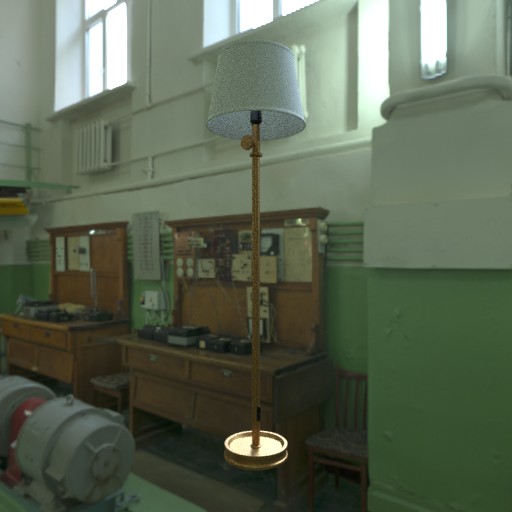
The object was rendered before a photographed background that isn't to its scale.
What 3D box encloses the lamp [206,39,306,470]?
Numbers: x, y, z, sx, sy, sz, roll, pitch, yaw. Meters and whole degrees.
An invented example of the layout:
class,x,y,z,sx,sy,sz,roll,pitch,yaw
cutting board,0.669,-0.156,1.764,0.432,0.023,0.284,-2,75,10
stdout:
class,x,y,z,sx,sy,sz,roll,pitch,yaw
lamp,0.000,0.000,0.793,0.178,0.710,0.178,0,-1,0
